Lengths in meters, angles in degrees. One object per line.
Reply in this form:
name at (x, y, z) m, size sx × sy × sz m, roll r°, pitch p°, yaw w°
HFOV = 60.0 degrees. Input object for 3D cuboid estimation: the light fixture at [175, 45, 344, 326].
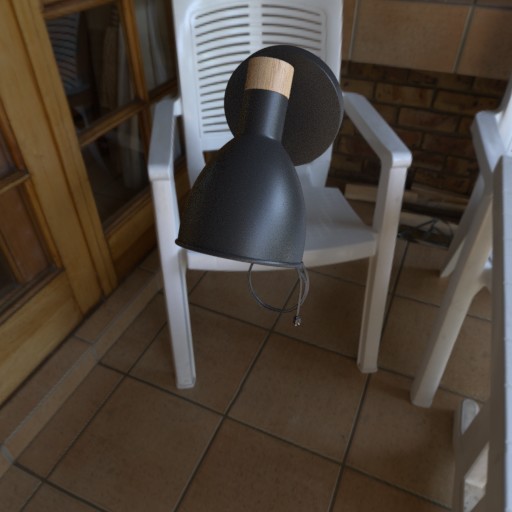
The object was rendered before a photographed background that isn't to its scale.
light fixture at (0.000, 0.000, 0.489) m, size 0.127 × 0.401 × 0.203 m, roll 12°, pitch 42°, yaw 13°
